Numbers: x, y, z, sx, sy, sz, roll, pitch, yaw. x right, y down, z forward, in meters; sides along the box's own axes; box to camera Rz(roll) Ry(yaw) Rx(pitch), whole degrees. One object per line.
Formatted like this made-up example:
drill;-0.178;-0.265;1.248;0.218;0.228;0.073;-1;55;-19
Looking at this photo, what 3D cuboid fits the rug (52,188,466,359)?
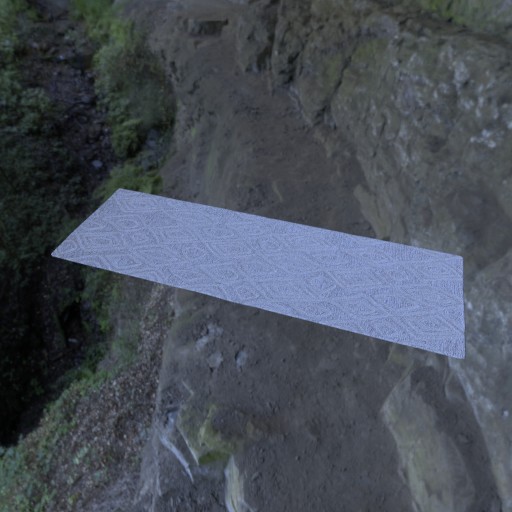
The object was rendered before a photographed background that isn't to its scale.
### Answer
rug;0.000;0.000;2.741;2.436;0.013;0.807;13;43;14
